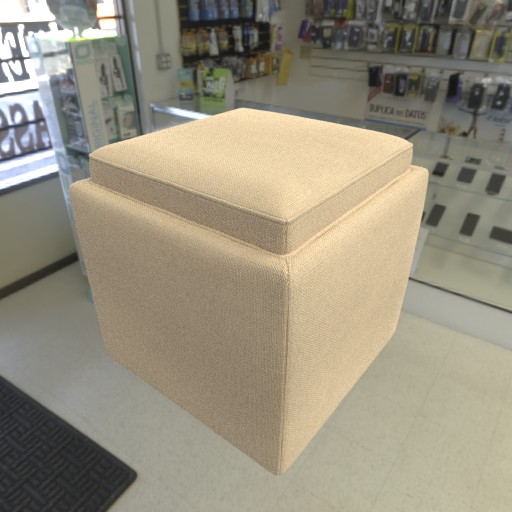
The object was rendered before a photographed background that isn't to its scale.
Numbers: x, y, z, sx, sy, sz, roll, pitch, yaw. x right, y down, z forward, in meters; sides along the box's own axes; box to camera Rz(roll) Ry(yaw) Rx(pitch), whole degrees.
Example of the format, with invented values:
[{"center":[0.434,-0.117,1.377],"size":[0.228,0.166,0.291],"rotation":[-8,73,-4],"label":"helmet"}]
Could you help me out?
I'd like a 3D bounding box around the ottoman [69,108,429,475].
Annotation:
[{"center":[0.000,0.000,0.823],"size":[0.451,0.460,0.450],"rotation":[22,37,32],"label":"ottoman"}]
